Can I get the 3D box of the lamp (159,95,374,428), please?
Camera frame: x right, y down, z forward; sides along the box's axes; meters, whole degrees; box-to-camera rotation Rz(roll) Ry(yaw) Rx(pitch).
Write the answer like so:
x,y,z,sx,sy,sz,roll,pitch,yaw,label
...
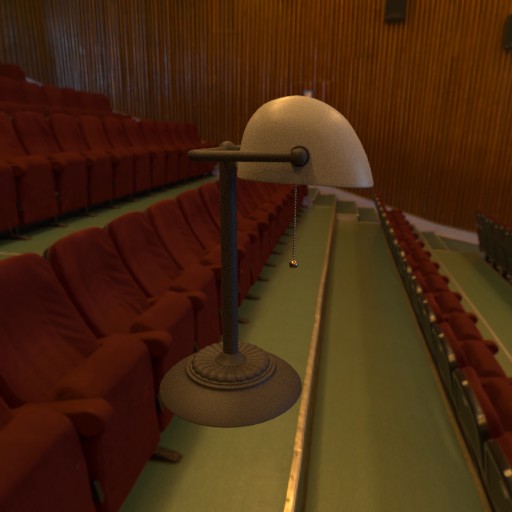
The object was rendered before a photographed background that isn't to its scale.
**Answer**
x,y,z,sx,sy,sz,roll,pitch,yaw,label
0.000,0.000,0.513,0.243,0.339,0.264,3,16,10,lamp
